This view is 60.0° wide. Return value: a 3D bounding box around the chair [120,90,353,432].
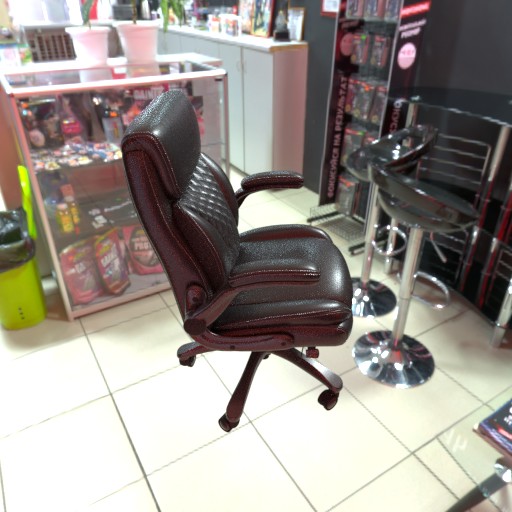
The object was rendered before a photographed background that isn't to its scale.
[{"bbox_3d":[0.000,0.000,1.651,0.724,1.110,0.782,1,32,1],"label":"chair"}]
